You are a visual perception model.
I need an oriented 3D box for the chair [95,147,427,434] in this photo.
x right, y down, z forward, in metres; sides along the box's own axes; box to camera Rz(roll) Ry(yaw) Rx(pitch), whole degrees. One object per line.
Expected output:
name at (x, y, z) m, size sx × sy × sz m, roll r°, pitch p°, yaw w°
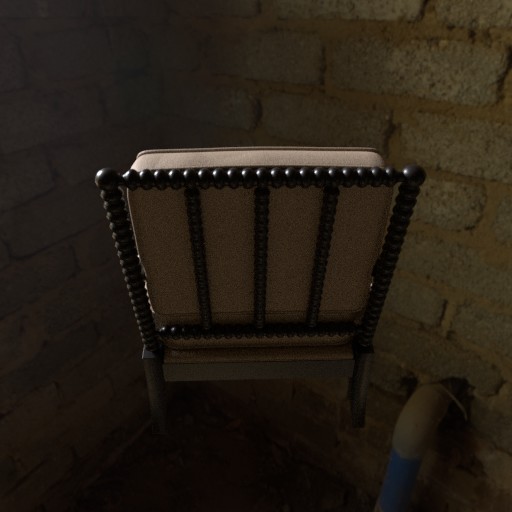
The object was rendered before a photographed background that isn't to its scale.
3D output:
chair at (0.000, 0.000, 1.137) m, size 0.555 × 0.703 × 0.657 m, roll -1°, pitch 31°, yaw -2°
